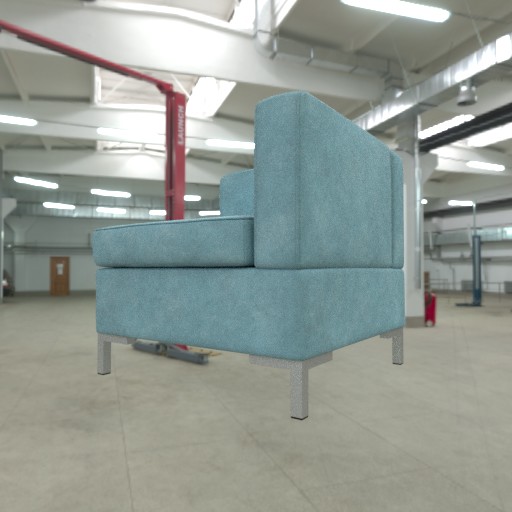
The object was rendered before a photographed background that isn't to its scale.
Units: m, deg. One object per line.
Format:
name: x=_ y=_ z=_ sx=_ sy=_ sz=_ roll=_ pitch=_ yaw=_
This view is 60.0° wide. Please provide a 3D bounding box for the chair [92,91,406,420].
chair: x=0.000 y=0.000 z=1.303 sx=0.691 sy=0.660 sz=0.684 roll=-1 pitch=-2 yaw=35
